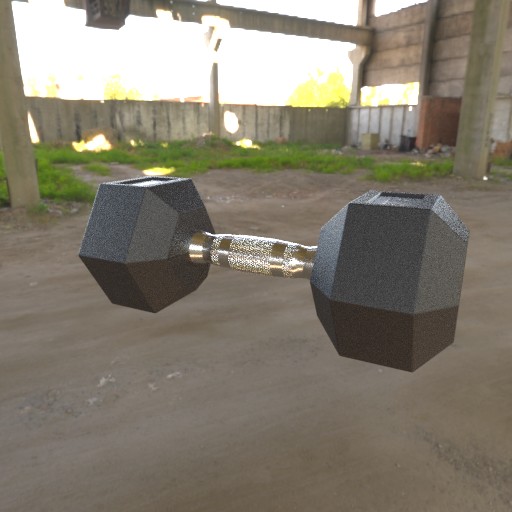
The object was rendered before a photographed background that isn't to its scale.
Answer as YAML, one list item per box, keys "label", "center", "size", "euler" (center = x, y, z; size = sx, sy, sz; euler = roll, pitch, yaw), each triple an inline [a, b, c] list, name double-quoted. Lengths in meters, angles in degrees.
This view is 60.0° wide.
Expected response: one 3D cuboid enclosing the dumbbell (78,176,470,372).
- label: "dumbbell"
  center: [0.000, 0.000, 0.371]
  size: [0.315, 0.113, 0.129]
  euler: [8, 19, 25]
